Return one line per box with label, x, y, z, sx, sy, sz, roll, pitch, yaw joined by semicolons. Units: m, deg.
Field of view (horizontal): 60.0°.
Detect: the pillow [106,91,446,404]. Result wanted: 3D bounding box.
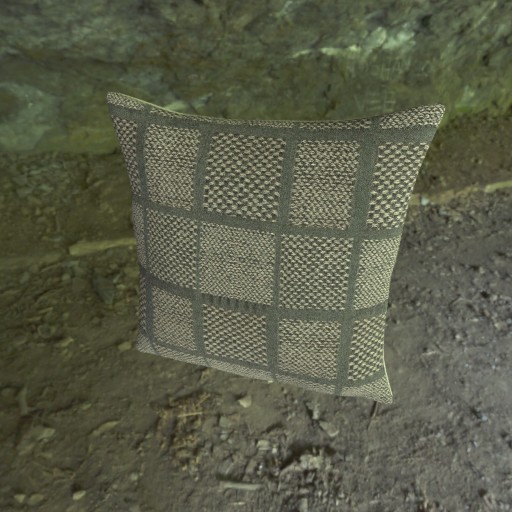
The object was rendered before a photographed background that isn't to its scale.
pillow;0.000;0.000;0.635;0.435;0.432;0.138;8;27;16
